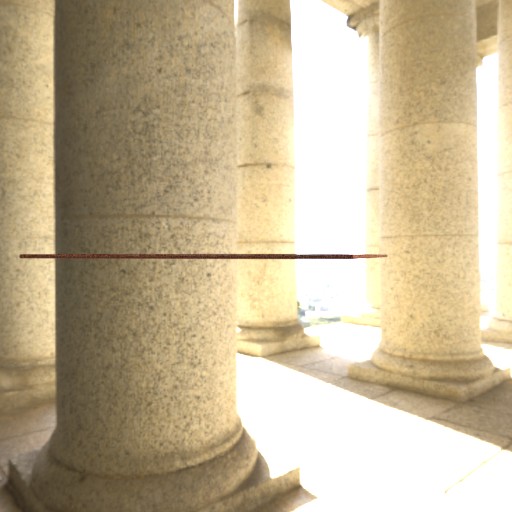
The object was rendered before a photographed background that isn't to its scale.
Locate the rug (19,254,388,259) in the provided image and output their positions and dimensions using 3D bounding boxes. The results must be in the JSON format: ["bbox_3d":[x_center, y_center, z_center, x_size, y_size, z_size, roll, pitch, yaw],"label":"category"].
[{"bbox_3d":[0.000,0.000,2.299,1.219,0.016,1.829,0,0,19],"label":"rug"}]
